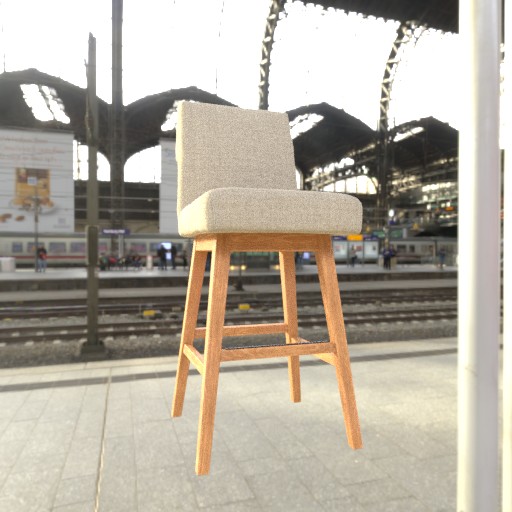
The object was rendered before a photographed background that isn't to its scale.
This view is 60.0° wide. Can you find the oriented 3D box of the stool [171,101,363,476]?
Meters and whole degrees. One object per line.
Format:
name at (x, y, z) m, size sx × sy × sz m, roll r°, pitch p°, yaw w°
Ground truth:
stool at (0.000, 0.000, 1.424) m, size 0.483 × 1.106 × 0.569 m, roll 0°, pitch 0°, yaw -19°
